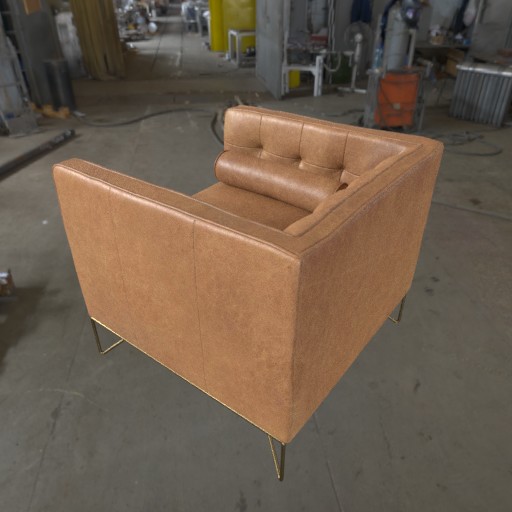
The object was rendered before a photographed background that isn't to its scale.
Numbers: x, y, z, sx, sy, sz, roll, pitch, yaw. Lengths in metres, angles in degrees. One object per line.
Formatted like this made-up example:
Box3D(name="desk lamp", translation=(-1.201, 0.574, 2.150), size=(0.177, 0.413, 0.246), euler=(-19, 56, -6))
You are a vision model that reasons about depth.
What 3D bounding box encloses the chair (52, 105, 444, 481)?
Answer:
Box3D(name="chair", translation=(0.000, 0.000, 1.602), size=(0.912, 0.797, 0.920), euler=(22, 39, 31))
